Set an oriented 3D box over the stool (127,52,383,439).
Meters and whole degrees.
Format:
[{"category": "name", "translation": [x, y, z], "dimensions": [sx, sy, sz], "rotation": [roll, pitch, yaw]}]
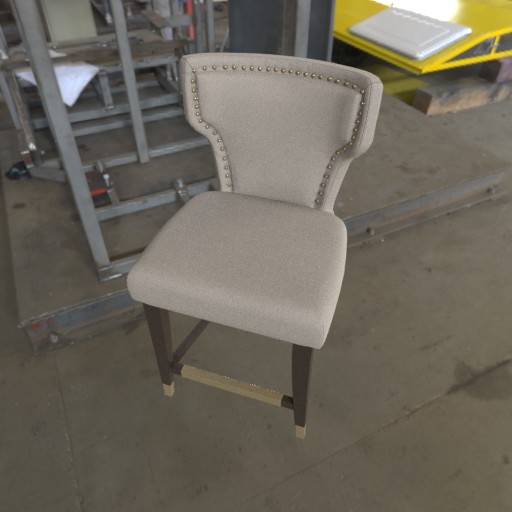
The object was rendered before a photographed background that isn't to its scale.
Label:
[{"category": "stool", "translation": [0.000, 0.000, 1.302], "dimensions": [0.527, 0.982, 0.563], "rotation": [13, 43, 14]}]
